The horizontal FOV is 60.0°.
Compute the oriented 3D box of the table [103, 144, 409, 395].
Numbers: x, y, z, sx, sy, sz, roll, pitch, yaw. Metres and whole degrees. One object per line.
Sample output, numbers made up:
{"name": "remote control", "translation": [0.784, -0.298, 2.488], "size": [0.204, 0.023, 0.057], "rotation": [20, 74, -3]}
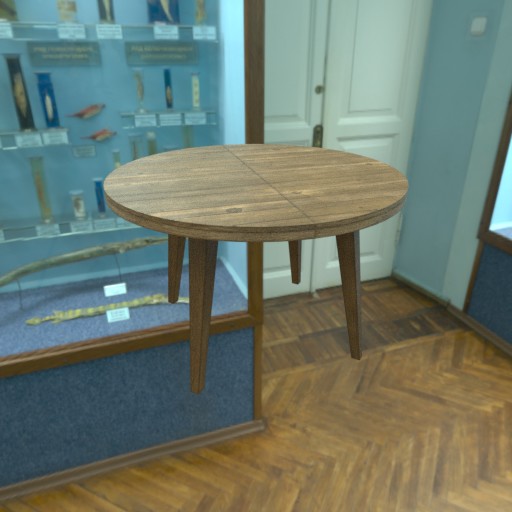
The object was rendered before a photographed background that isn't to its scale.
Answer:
{"name": "table", "translation": [0.000, 0.000, 2.009], "size": [1.213, 0.764, 1.213], "rotation": [0, 25, 0]}
